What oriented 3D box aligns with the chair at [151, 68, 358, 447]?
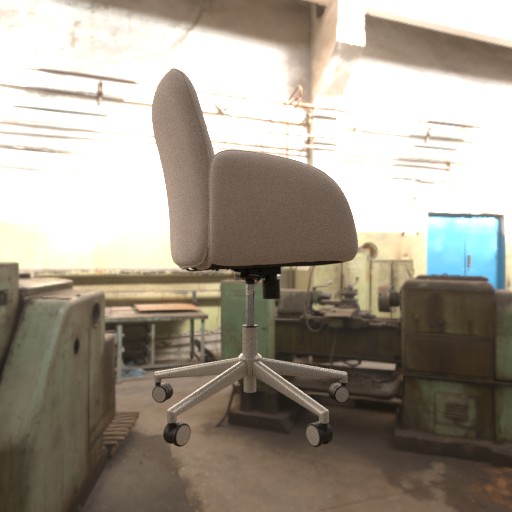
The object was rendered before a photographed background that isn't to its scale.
[{"bbox_3d":[0.000,0.000,1.380,0.633,0.959,0.648,0,0,-18],"label":"chair"}]
